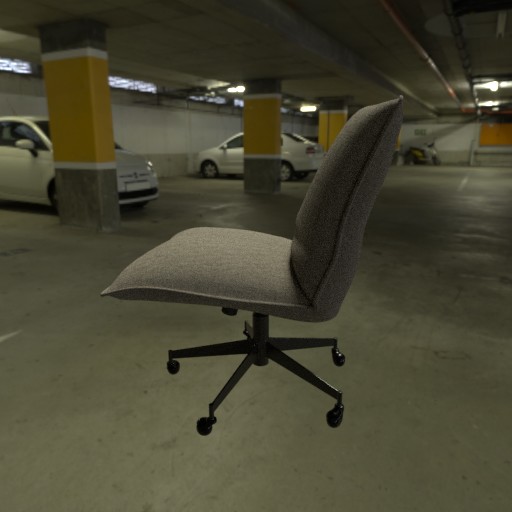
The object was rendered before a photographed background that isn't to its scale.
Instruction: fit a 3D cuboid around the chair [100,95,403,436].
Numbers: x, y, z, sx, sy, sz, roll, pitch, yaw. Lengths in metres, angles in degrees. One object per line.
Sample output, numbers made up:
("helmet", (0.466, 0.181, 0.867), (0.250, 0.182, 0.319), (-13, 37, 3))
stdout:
("chair", (0.000, 0.000, 1.281), (0.696, 0.811, 0.597), (2, 14, 9))
